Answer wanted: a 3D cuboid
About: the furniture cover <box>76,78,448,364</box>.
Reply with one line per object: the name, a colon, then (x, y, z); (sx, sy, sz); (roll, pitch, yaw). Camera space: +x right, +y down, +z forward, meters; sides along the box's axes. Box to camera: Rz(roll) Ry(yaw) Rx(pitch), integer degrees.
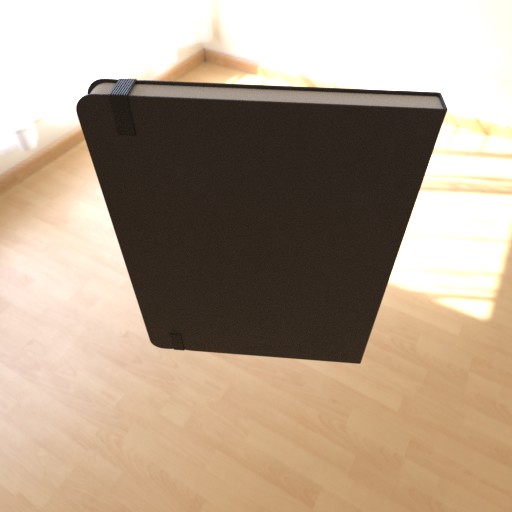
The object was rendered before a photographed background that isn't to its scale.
furniture cover: (0.000, 0.000, 0.362); (0.216, 0.281, 0.023); (4, 47, 3)
